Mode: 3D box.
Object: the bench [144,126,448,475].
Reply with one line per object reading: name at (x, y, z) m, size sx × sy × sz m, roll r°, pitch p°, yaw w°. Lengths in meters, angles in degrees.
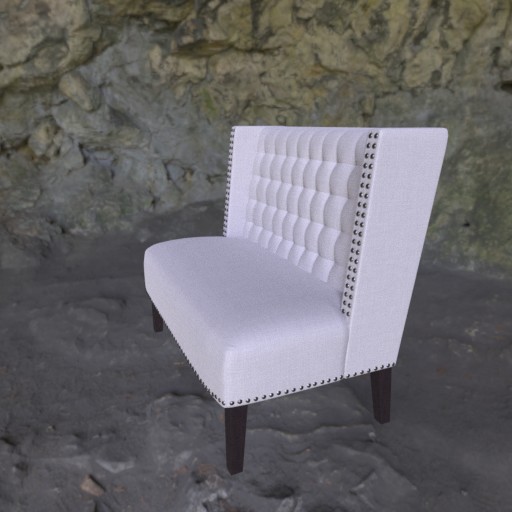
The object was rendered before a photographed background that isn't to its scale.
bench at (0.000, 0.000, 2.009) m, size 0.847 × 1.123 × 1.280 m, roll -7°, pitch 18°, yaw -23°
